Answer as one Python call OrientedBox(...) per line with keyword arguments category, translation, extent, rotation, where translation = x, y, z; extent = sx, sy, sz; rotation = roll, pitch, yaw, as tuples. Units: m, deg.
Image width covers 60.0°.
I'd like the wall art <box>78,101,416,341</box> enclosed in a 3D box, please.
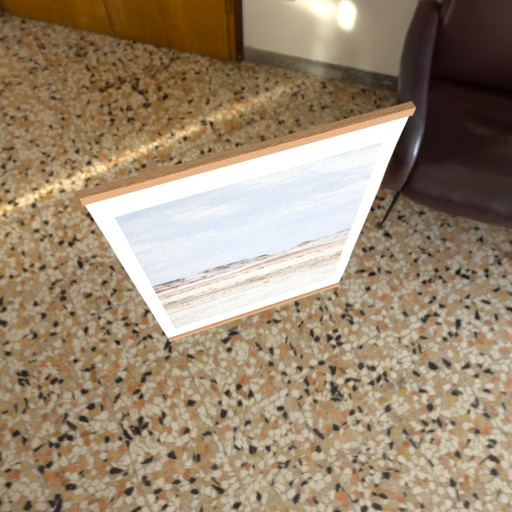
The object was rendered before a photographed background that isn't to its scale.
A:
OrientedBox(category="wall art", translation=(0.000, 0.000, 1.380), extent=(0.739, 1.016, 0.020), rotation=(-17, 65, -8))
